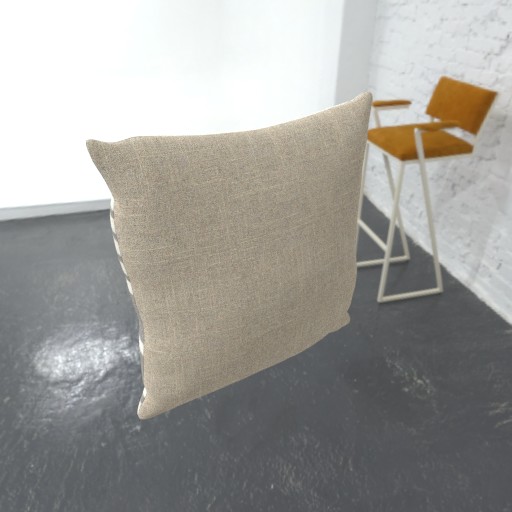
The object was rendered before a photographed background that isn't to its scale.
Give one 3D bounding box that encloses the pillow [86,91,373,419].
[{"bbox_3d":[0.000,0.000,0.678,0.439,0.440,0.182,-19,35,-29],"label":"pillow"}]
